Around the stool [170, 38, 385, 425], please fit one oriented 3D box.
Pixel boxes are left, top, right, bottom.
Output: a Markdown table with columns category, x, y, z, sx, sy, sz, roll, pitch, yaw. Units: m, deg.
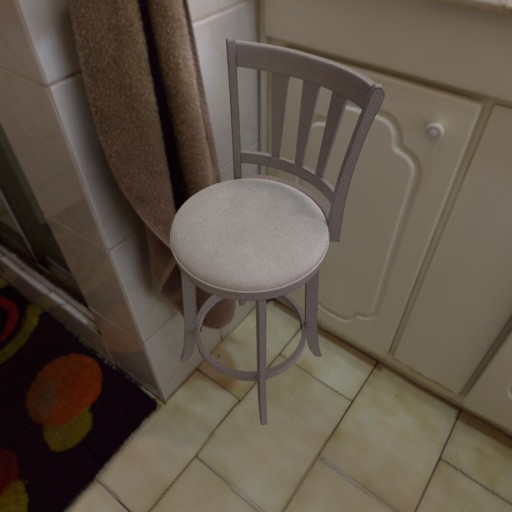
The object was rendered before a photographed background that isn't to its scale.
| category | x | y | z | sx | sy | sz | roll | pitch | yaw |
| --- | --- | --- | --- | --- | --- | --- | --- | --- | --- |
| stool | 0.000 | 0.000 | 1.279 | 0.436 | 1.023 | 0.475 | 30 | 53 | 26 |
